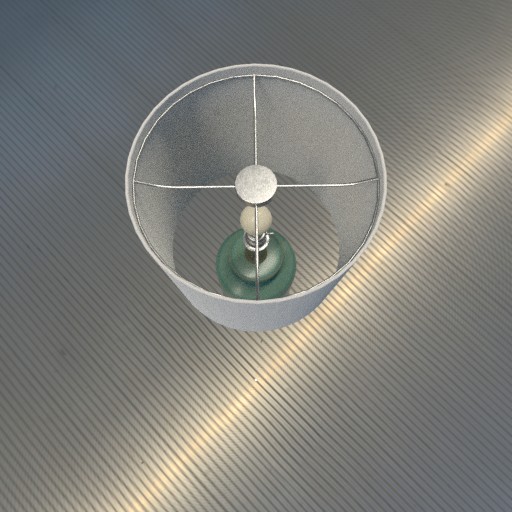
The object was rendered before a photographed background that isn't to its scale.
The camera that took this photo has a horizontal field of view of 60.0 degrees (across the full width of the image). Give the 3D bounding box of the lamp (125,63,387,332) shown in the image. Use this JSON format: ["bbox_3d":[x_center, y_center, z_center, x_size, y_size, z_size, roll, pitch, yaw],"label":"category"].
[{"bbox_3d":[0.000,0.000,0.596,0.212,0.493,0.212,-1,74,0],"label":"lamp"}]
